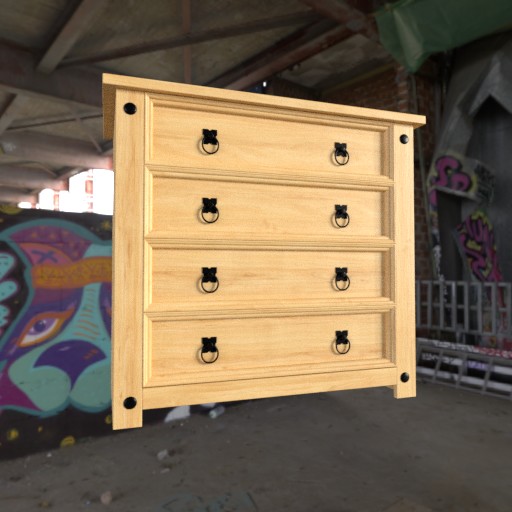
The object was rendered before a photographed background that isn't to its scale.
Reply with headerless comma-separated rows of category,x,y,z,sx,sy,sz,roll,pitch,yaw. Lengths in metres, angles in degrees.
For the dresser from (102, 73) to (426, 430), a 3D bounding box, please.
dresser,0.000,0.000,1.217,0.800,0.730,0.410,1,-2,-19
